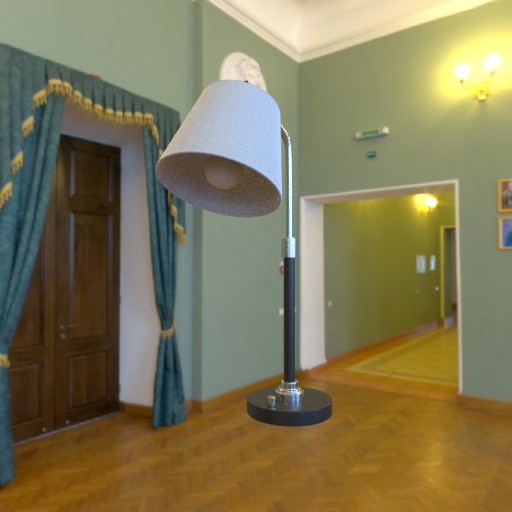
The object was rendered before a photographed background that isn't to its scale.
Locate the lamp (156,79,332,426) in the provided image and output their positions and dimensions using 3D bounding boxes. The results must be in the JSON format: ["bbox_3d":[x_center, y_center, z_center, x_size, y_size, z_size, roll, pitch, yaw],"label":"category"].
[{"bbox_3d":[0.000,0.000,0.697,0.181,0.539,0.348,-1,-1,36],"label":"lamp"}]
